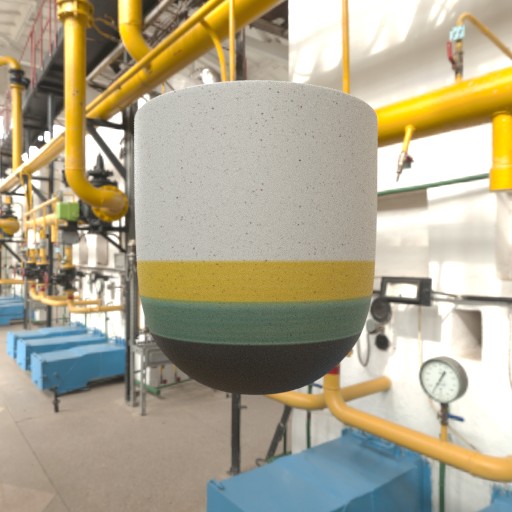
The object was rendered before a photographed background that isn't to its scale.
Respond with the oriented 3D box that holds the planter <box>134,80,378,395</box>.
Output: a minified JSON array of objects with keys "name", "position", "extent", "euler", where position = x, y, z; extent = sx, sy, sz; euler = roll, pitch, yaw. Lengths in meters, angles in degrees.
[{"name":"planter","position":[0.000,0.000,0.367],"extent":[0.195,0.214,0.195],"euler":[0,-1,0]}]
